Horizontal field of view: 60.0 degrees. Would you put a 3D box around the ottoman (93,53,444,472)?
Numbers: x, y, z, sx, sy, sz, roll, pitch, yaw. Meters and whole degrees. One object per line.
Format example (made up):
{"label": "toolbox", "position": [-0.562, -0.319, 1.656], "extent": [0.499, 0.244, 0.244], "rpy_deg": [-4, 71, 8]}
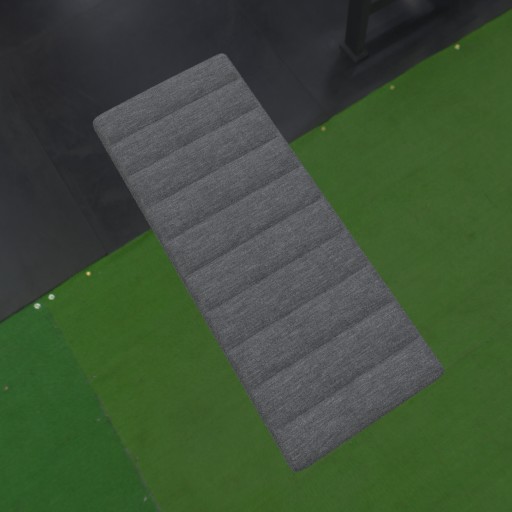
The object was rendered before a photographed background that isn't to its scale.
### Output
{"label": "ottoman", "position": [0.000, 0.000, 1.431], "extent": [0.482, 0.469, 1.151], "rpy_deg": [-31, 77, -8]}
